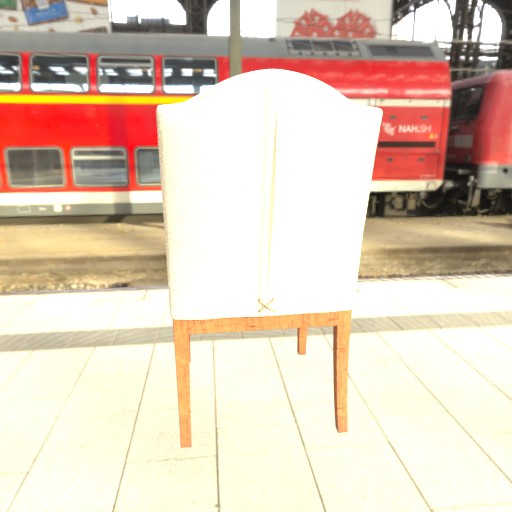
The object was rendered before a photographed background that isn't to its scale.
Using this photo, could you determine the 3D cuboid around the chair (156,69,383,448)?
[{"bbox_3d":[0.000,0.000,1.394,0.534,1.012,0.648,-2,15,-8],"label":"chair"}]
